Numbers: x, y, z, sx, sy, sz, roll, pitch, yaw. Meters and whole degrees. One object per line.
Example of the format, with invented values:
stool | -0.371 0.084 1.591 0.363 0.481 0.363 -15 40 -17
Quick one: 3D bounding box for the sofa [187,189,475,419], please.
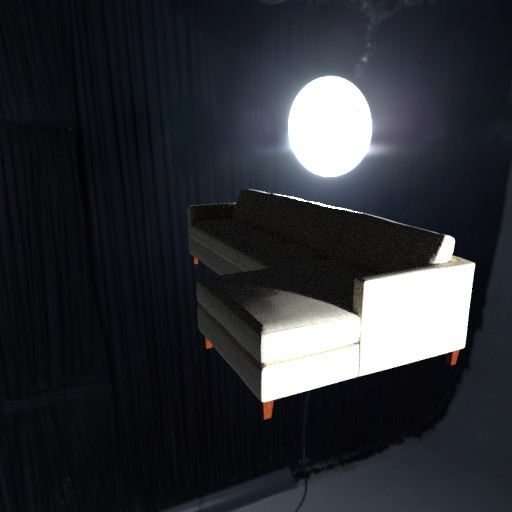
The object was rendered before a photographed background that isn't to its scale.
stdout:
sofa | 0.000 0.000 4.159 1.603 0.954 3.471 -7 16 -25
